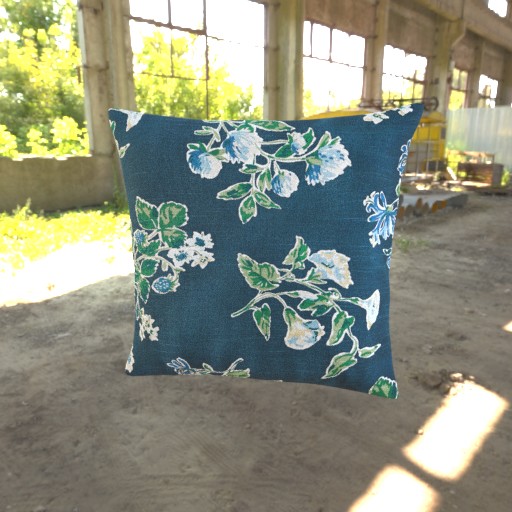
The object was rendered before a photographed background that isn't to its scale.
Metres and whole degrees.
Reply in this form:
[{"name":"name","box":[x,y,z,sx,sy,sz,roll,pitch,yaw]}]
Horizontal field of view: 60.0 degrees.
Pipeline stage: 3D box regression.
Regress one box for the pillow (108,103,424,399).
[{"name":"pillow","box":[0.000,0.000,0.785,0.525,0.508,0.166,2,14,9]}]
